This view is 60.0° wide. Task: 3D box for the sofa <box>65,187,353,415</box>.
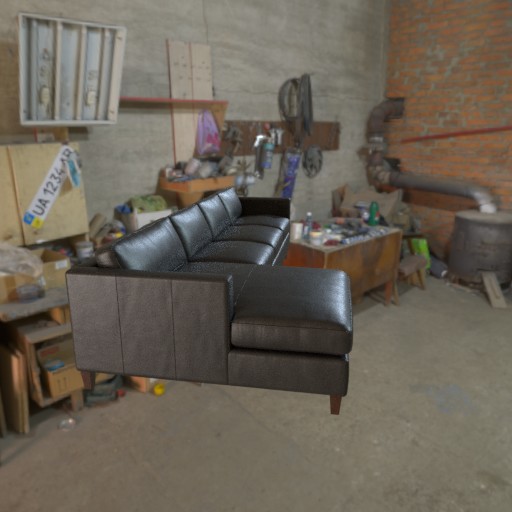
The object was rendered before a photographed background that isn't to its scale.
[{"bbox_3d":[0.000,0.000,3.887,1.581,0.883,3.203,3,15,10],"label":"sofa"}]
